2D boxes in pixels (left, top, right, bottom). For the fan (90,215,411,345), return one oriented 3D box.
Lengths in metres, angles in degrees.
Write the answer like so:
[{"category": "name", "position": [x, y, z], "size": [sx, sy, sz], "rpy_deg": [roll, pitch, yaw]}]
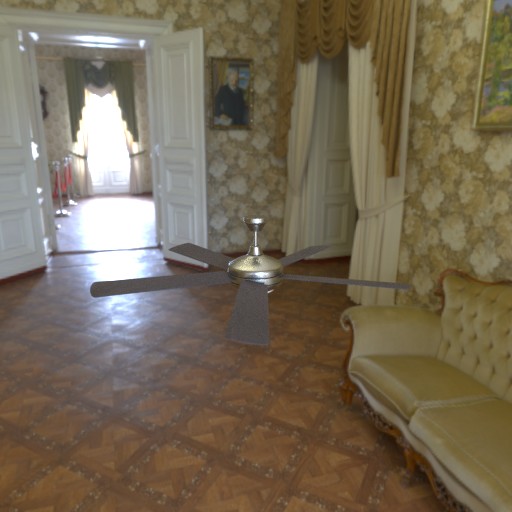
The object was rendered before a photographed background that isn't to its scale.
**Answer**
[{"category": "fan", "position": [0.000, 0.000, 1.992], "size": [1.321, 0.356, 1.321], "rpy_deg": [7, 16, 25]}]
